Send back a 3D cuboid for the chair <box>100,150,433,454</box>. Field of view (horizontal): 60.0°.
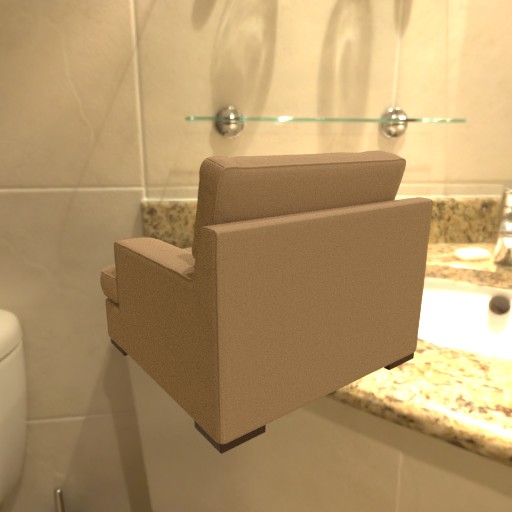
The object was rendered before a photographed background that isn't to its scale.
[{"bbox_3d":[0.000,0.000,2.162,1.293,1.005,1.274,-15,21,-43],"label":"chair"}]
